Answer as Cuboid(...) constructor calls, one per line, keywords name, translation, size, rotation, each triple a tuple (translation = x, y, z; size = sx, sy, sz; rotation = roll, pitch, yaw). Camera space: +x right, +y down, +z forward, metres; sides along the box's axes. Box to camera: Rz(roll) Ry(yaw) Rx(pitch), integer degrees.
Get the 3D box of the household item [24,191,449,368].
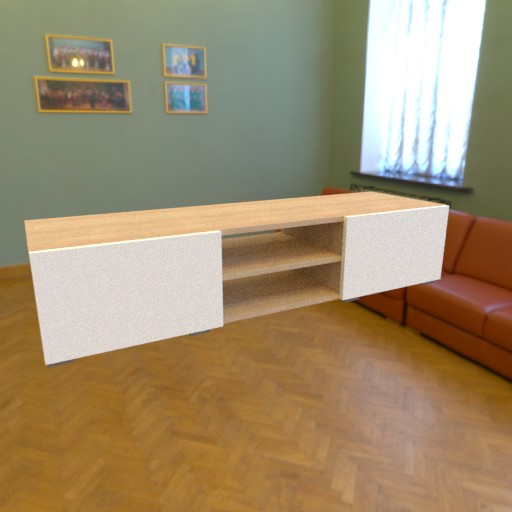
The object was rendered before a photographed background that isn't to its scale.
Cuboid(name="household item", translation=(0.000, 0.000, 1.550), size=(1.400, 0.310, 0.420), rotation=(-8, 18, -27))
